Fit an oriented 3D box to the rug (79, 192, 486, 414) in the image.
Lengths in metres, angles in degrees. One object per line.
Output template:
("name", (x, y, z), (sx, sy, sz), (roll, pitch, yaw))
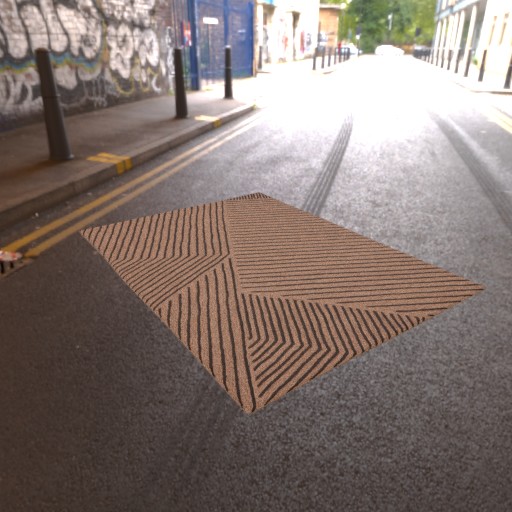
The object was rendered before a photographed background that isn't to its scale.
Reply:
("rug", (0.000, 0.000, 3.212), (1.829, 0.028, 2.449), (-17, 30, -32))
